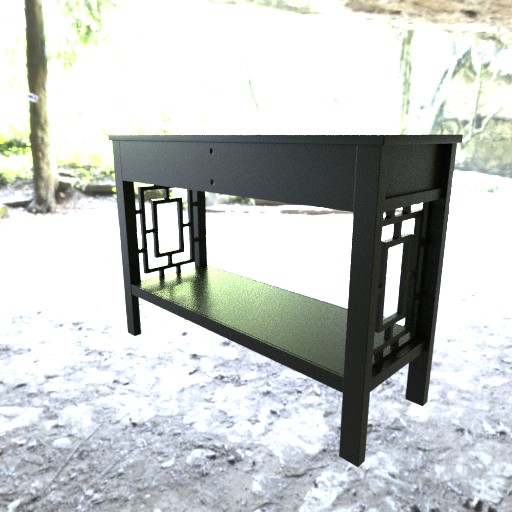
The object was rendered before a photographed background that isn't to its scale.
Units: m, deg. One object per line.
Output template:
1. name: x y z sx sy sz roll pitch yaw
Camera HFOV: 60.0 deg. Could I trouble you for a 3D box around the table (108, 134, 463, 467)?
1. table: 0.000 0.000 1.426 1.068 0.753 0.397 15 21 43
